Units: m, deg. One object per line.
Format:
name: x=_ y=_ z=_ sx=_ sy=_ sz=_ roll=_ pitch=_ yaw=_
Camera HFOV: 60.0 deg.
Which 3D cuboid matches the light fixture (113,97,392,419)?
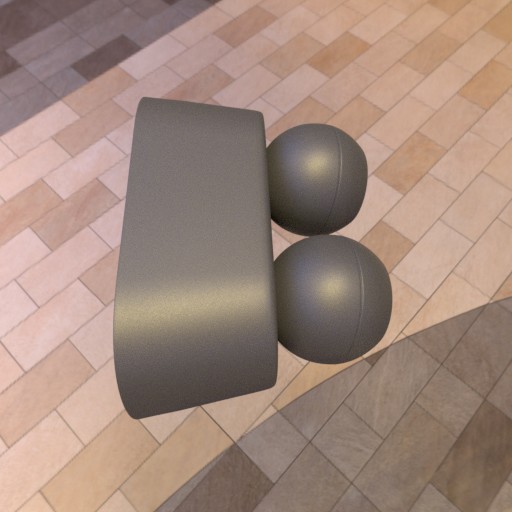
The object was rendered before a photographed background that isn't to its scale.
light fixture: x=0.000 y=0.000 z=0.330 sx=0.159 sy=0.159 sz=0.229 roll=-2 pitch=63 yaw=-1
